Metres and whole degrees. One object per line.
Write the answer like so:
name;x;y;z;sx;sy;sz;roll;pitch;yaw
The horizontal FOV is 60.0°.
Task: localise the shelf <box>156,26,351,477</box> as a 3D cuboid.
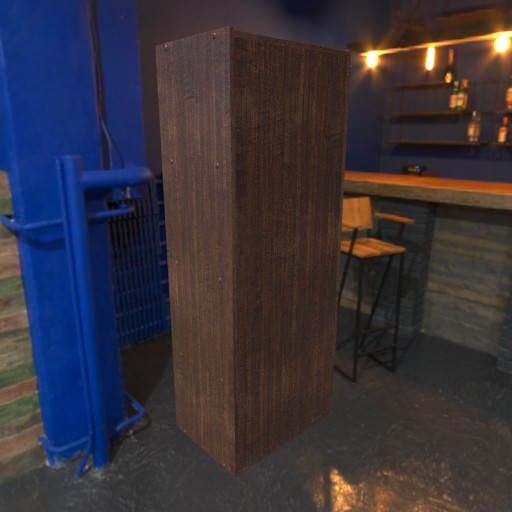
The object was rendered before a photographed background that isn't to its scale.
shelf;0.000;0.000;1.277;0.415;1.099;0.290;-14;21;-40
